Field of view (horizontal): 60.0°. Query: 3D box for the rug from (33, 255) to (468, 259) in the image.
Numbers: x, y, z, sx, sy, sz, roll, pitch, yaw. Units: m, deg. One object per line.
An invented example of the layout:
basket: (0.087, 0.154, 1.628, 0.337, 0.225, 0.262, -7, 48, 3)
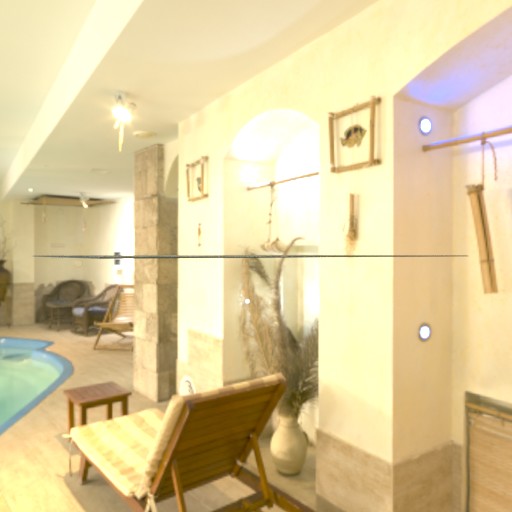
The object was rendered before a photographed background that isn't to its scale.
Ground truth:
rug: (0.000, 0.000, 2.919, 2.440, 0.007, 1.525, 0, 0, -35)
